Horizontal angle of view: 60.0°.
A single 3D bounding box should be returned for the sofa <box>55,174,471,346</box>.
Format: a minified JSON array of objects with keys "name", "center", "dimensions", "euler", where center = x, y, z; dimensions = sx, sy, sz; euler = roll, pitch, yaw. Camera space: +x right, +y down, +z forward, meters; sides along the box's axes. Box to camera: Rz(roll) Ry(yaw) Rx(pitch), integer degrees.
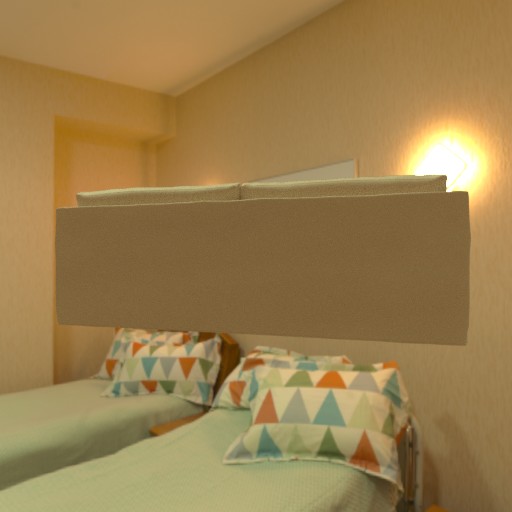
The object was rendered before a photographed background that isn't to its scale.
[{"name":"sofa","center":[0.000,0.000,3.286],"dimensions":[2.779,0.999,1.036],"euler":[0,0,17]}]
